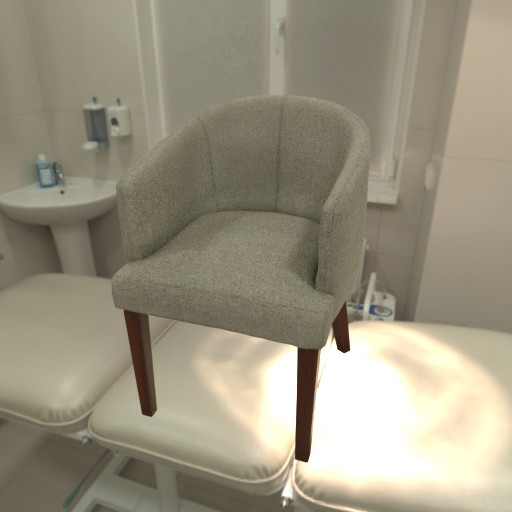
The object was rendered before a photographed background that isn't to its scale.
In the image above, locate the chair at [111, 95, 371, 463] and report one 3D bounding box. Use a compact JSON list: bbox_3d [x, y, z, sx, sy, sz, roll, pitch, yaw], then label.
[{"bbox_3d":[0.000,0.000,1.265,0.583,0.811,0.655,8,27,17],"label":"chair"}]
